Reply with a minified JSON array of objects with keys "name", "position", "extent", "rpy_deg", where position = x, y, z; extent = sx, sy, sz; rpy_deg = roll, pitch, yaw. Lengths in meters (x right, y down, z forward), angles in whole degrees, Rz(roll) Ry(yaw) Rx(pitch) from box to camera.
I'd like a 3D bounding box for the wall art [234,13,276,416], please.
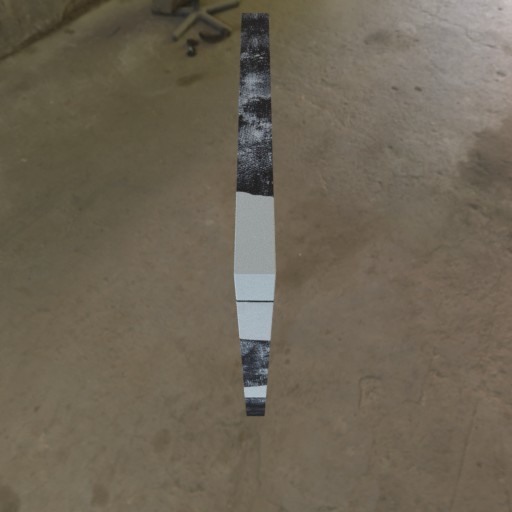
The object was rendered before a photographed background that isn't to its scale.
[{"name":"wall art","position":[0.000,0.000,0.760],"extent":[0.039,0.610,0.407],"rpy_deg":[0,59,0]}]
